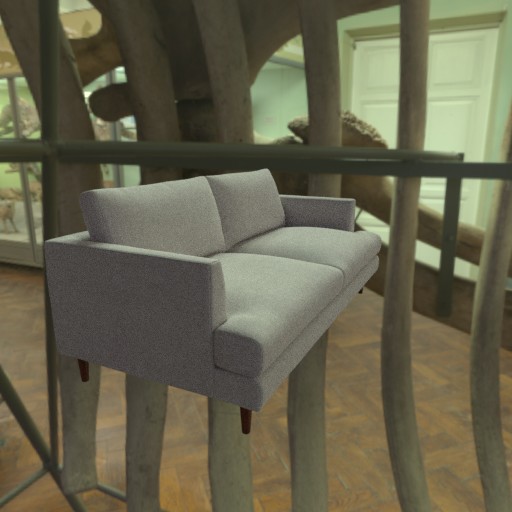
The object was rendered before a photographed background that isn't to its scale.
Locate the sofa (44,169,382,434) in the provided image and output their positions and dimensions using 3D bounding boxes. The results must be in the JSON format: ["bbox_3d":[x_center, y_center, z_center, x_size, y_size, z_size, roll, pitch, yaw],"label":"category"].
[{"bbox_3d":[0.000,0.000,2.495,1.020,0.868,1.948,7,16,26],"label":"sofa"}]
